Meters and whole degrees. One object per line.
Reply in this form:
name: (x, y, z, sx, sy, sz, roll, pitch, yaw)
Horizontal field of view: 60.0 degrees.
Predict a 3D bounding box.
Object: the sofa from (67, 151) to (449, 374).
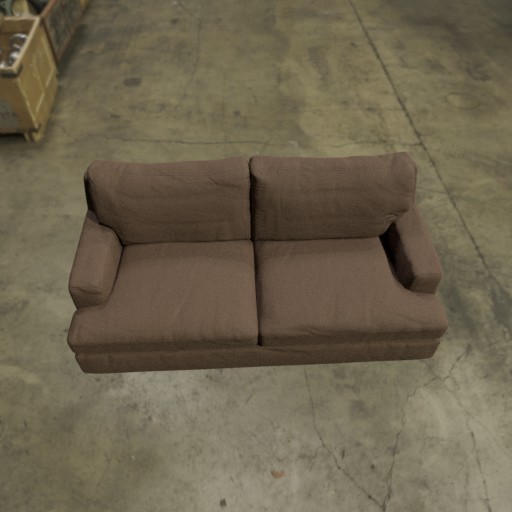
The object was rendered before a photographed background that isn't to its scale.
sofa: (0.000, 0.000, 2.857, 2.274, 0.950, 1.140, -2, 48, -2)
